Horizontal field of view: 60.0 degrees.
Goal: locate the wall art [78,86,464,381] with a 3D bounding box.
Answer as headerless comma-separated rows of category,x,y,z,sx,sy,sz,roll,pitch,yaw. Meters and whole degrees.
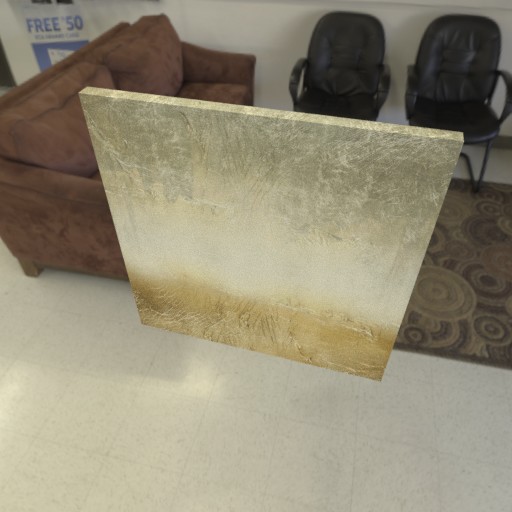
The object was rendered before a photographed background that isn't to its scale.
wall art,0.000,0.000,1.600,1.092,1.091,0.051,11,43,12
